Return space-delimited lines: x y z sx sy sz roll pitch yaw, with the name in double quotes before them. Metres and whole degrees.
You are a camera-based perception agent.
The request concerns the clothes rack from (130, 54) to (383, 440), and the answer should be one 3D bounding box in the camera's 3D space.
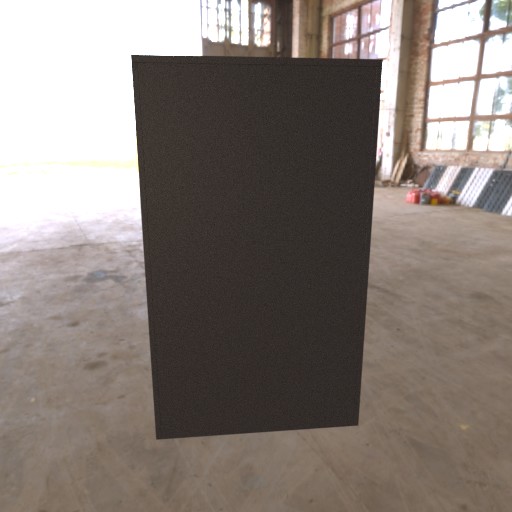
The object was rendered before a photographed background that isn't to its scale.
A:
"clothes rack" 0.000 0.000 1.590 0.750 1.280 0.250 -2 15 -6
